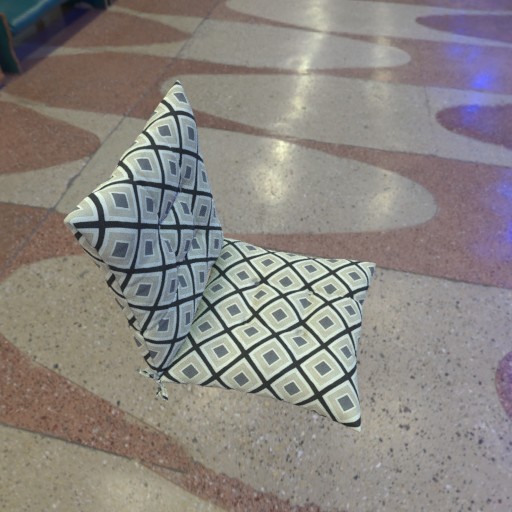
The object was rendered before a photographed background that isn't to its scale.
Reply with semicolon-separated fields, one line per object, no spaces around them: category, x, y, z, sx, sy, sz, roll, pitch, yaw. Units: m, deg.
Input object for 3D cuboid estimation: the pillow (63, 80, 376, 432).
pillow;0.000;0.000;0.997;0.585;0.536;0.541;10;47;10
